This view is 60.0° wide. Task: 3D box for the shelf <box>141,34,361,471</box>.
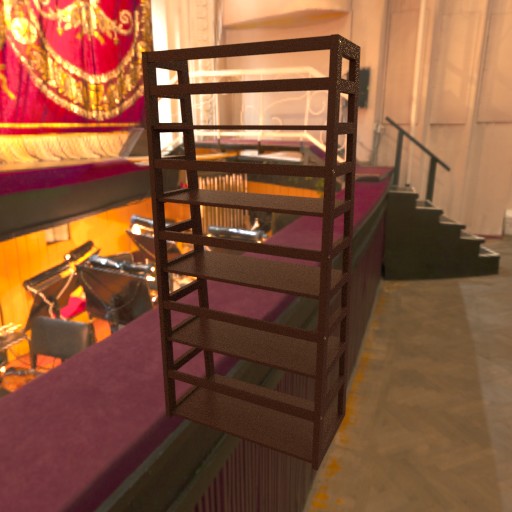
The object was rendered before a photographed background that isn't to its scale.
[{"bbox_3d":[0.000,0.000,1.895,0.763,1.600,0.403,8,19,26],"label":"shelf"}]
